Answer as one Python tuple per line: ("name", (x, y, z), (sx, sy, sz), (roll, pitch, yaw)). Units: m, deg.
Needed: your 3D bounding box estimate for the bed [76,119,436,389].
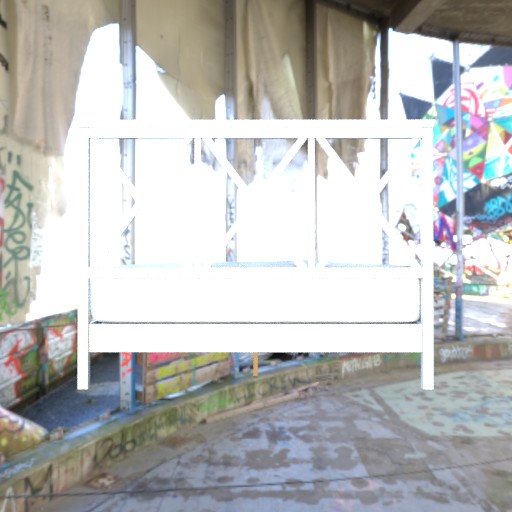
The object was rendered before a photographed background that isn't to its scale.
("bed", (0.000, 0.000, 3.119), (1.673, 1.253, 2.135), (0, 0, 0))
